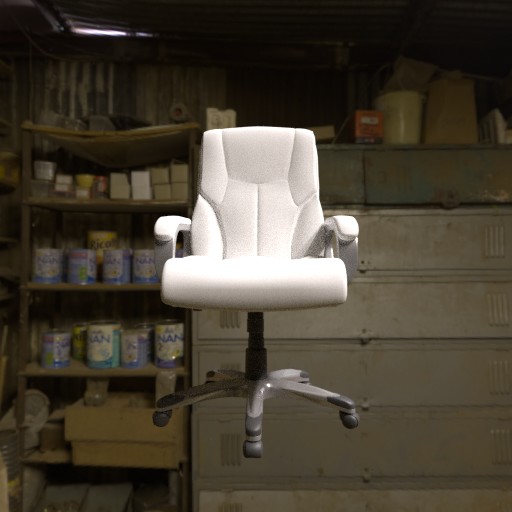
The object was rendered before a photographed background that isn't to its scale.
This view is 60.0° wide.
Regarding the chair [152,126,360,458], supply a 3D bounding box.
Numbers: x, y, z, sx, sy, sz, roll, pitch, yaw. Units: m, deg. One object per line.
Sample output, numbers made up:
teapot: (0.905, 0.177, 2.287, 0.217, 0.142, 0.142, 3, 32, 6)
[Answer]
chair: (0.000, 0.000, 1.573, 0.687, 1.120, 0.738, 0, 0, 1)
